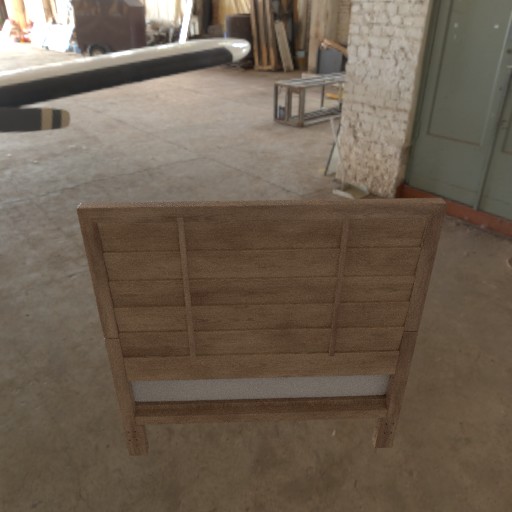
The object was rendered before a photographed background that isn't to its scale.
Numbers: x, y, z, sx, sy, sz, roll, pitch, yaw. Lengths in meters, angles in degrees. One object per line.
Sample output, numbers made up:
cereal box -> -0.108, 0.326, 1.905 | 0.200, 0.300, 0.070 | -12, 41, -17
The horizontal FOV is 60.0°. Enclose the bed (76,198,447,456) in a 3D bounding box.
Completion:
bed -> 0.000, 0.000, 3.196 | 1.615, 1.631, 2.017 | -1, 29, -2
